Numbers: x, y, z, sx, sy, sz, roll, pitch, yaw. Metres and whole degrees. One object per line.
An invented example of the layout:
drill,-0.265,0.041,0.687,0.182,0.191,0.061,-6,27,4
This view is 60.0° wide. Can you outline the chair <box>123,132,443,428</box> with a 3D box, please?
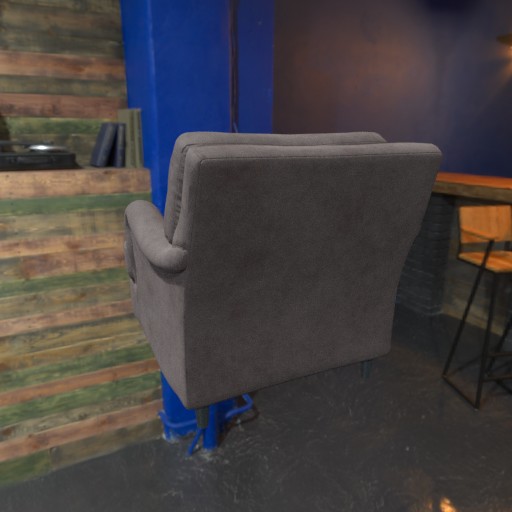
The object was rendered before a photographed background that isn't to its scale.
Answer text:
chair,0.000,0.000,1.849,0.955,0.997,1.070,-8,17,-26
